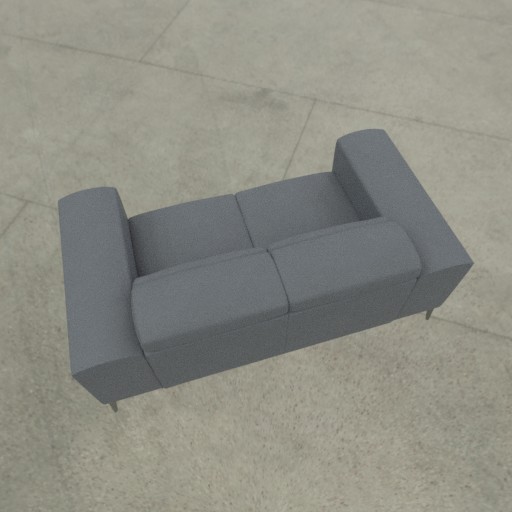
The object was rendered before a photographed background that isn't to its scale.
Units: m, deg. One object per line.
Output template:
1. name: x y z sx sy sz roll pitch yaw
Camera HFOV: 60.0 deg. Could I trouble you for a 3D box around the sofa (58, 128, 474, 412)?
1. sofa: 0.000 0.000 2.395 1.895 0.779 1.003 -14 58 -9
